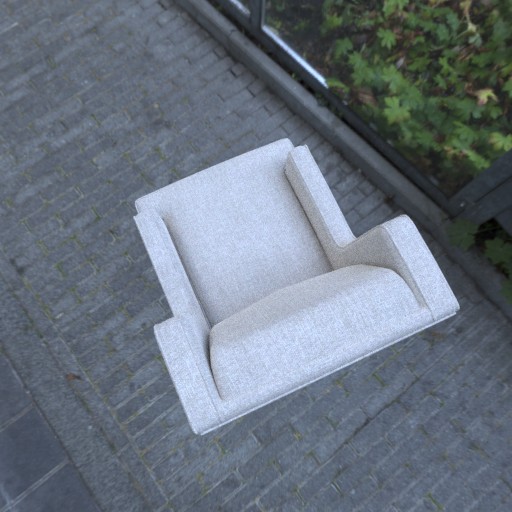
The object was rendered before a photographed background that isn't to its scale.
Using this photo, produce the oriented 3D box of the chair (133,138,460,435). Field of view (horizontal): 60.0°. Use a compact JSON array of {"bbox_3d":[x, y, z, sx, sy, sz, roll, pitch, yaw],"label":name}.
[{"bbox_3d":[0.000,0.000,1.730,0.764,1.082,0.948,-24,77,-6],"label":"chair"}]
